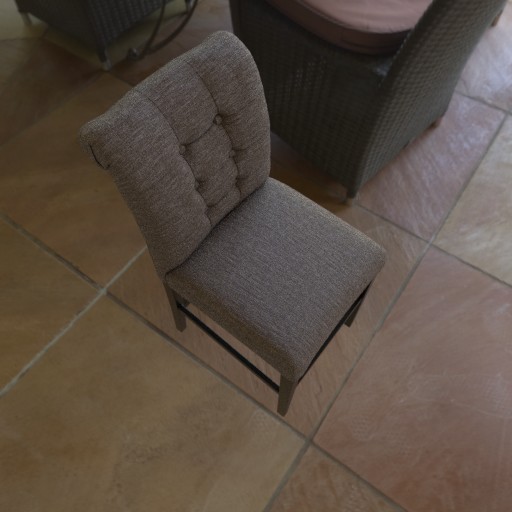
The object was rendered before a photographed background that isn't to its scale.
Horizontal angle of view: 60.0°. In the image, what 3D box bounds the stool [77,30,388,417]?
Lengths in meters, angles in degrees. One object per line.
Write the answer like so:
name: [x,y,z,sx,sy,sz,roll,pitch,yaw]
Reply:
stool: [0.000,0.000,1.275,0.611,0.970,0.457,35,65,18]
